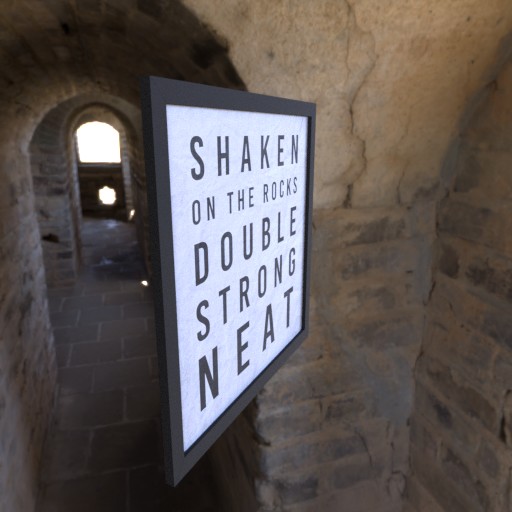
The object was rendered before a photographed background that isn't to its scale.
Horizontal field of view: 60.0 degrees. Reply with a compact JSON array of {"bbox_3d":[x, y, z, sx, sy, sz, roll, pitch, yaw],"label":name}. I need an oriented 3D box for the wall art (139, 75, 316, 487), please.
[{"bbox_3d":[0.000,0.000,0.666,0.013,0.458,0.456,8,17,26],"label":"wall art"}]
